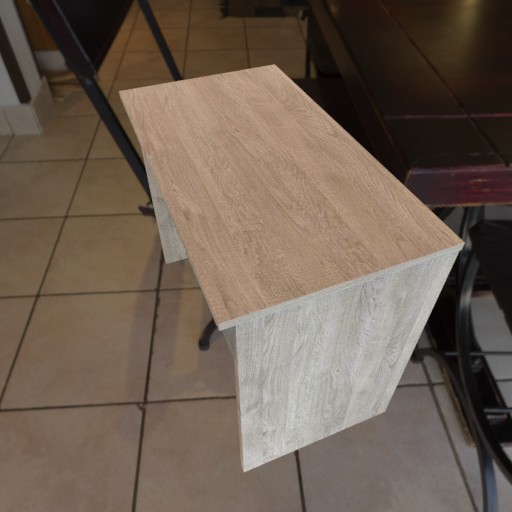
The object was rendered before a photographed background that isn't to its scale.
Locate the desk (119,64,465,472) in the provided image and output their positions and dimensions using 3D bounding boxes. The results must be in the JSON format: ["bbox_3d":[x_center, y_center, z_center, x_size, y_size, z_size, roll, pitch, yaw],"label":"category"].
[{"bbox_3d":[0.000,0.000,1.329,0.498,0.724,0.893,-16,48,-15],"label":"desk"}]
